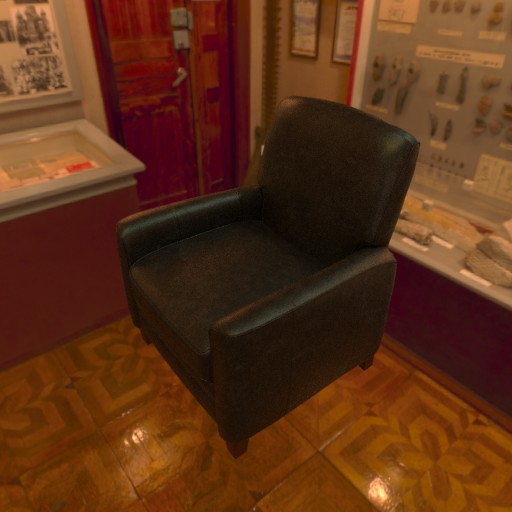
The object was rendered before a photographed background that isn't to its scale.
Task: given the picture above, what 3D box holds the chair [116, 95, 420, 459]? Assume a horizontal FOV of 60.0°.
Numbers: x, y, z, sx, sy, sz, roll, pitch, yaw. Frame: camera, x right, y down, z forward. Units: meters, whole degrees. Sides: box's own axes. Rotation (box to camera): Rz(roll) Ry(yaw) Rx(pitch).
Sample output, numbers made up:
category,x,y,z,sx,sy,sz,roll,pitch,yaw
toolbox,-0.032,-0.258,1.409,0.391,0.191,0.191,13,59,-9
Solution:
category,x,y,z,sx,sy,sz,roll,pitch,yaw
chair,0.000,0.000,1.699,0.864,1.014,0.848,-23,40,-30
